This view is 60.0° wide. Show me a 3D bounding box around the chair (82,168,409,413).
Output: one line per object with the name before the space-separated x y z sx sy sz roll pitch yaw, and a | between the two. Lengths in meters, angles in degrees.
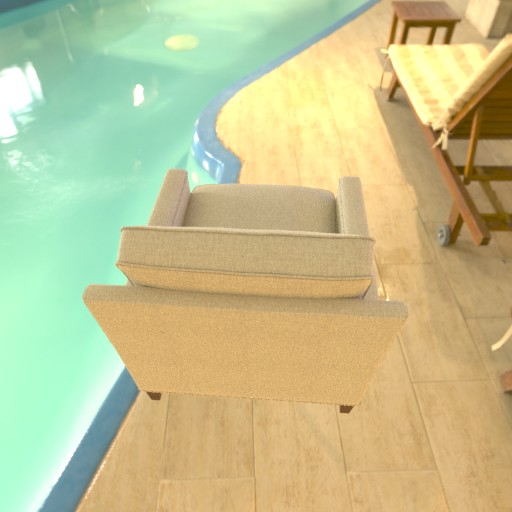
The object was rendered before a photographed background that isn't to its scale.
chair | 0.000 0.000 1.715 0.853 0.943 1.014 3 46 3
